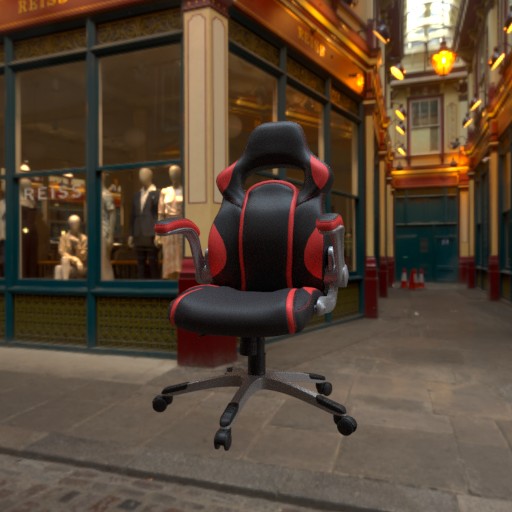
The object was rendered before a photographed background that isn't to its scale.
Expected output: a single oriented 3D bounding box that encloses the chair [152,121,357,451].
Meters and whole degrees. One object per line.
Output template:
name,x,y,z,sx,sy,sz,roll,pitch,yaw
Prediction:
chair,0.000,0.000,1.648,0.758,1.165,0.712,0,1,18
